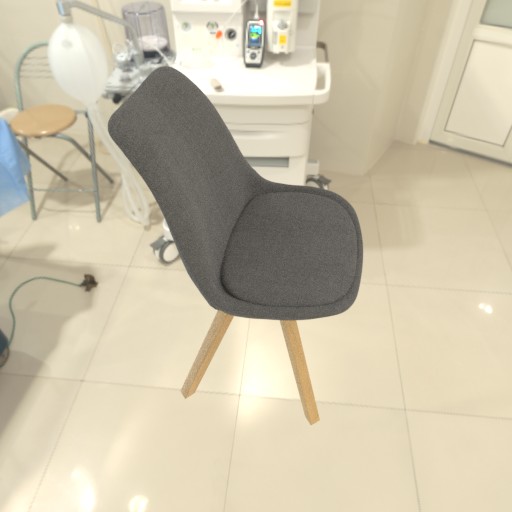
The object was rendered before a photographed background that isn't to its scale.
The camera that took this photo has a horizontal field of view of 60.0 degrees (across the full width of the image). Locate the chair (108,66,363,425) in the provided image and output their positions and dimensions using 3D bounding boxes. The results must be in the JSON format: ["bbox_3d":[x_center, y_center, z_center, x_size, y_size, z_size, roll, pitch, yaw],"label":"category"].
[{"bbox_3d":[0.000,0.000,1.174,0.550,0.850,0.485,9,46,9],"label":"chair"}]
